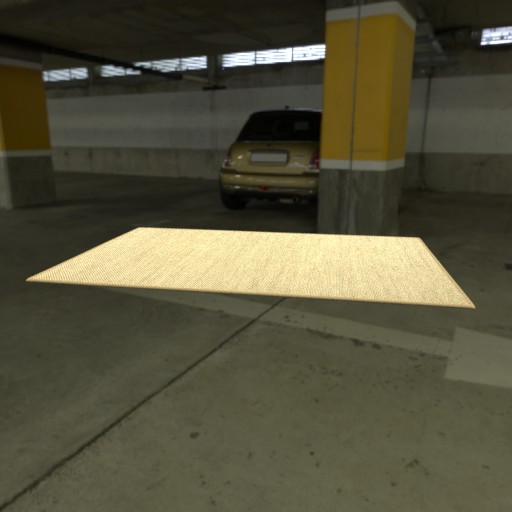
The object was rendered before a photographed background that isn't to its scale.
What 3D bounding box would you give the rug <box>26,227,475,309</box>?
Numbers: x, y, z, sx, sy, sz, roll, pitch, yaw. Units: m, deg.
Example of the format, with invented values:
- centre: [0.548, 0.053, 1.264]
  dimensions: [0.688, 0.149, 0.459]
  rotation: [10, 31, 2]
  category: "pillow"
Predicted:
- centre: [0.000, 0.000, 2.108]
  dimensions: [1.667, 0.013, 1.062]
  rotation: [3, 15, 10]
  category: "rug"
